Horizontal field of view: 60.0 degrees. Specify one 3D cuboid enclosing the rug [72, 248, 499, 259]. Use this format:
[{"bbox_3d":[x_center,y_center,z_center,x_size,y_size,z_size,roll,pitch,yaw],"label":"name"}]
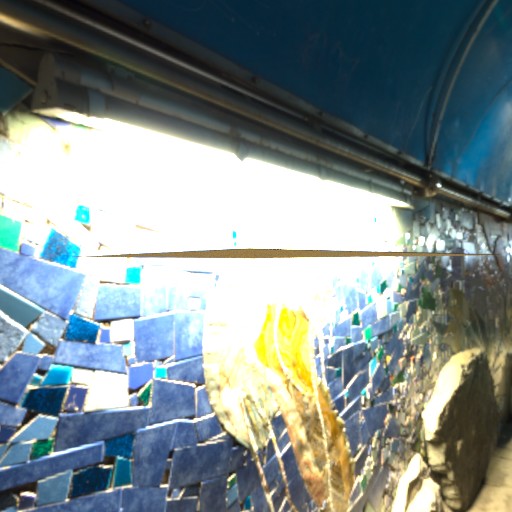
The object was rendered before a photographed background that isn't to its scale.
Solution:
[{"bbox_3d":[0.000,0.000,4.077,2.438,0.006,3.197,1,-1,-36],"label":"rug"}]
